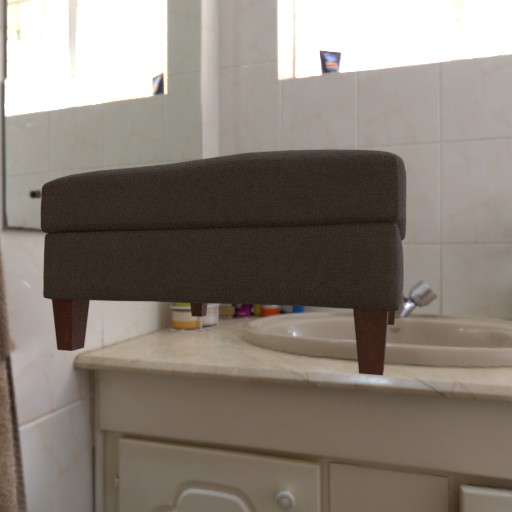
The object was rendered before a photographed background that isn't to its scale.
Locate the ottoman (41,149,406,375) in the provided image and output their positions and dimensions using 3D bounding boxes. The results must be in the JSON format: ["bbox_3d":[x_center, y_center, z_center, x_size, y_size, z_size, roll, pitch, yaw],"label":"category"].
[{"bbox_3d":[0.000,0.000,1.370,0.881,0.482,0.861,0,-1,19],"label":"ottoman"}]
